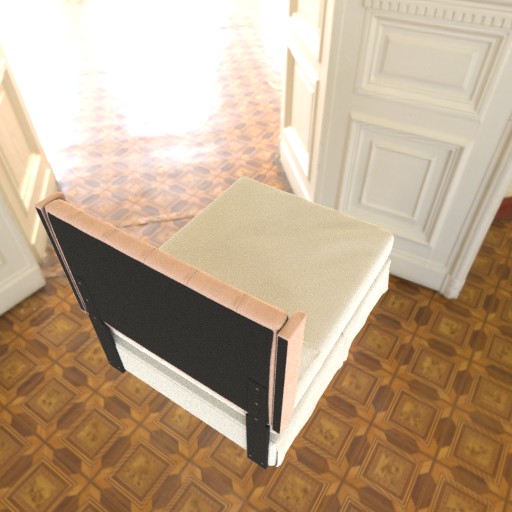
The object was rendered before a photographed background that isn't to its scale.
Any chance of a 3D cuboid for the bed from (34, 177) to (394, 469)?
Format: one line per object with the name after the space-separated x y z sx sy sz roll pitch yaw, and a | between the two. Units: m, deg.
0.000 0.000 3.402 1.719 1.665 2.066 25 50 23 | bed
